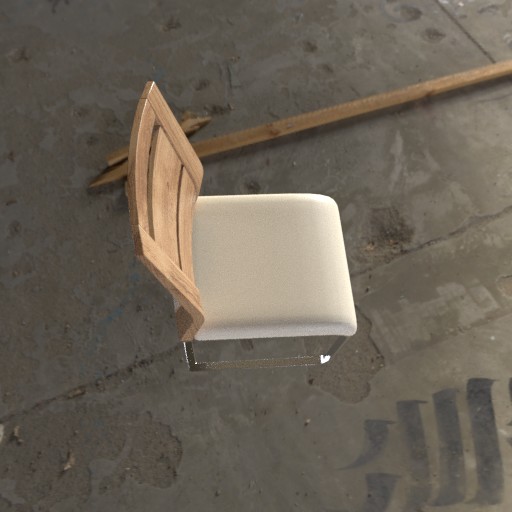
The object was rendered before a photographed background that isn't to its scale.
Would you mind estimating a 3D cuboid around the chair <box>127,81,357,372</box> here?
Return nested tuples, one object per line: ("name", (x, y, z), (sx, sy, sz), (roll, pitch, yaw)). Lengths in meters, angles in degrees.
("chair", (0.000, 0.000, 1.281), (0.561, 0.955, 0.457), (-3, 64, -1))
